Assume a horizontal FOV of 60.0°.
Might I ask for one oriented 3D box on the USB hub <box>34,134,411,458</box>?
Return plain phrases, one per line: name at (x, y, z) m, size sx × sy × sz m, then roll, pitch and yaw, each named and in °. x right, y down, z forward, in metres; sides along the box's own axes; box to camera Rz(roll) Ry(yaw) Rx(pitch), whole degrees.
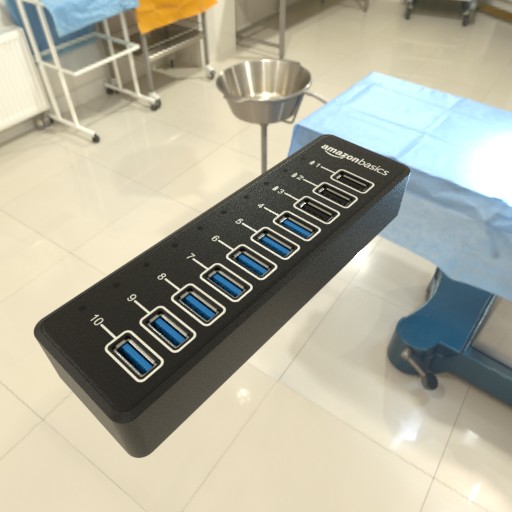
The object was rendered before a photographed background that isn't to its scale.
USB hub at (0.000, 0.000, 0.160) m, size 0.044 × 0.023 × 0.145 m, roll 32°, pitch 54°, yaw 28°
